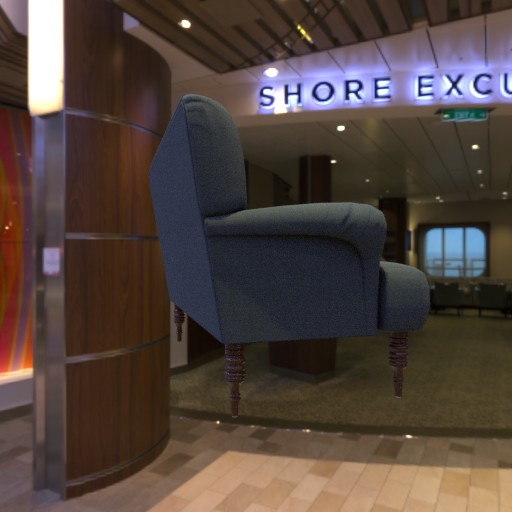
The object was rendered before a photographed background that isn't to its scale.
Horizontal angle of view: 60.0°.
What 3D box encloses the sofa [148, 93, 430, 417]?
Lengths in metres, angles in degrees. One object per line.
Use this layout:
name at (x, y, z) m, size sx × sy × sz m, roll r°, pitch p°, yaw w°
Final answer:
sofa at (0.000, 0.000, 1.825) m, size 0.779 × 0.889 × 1.297 m, roll 0°, pitch 1°, yaw -18°
